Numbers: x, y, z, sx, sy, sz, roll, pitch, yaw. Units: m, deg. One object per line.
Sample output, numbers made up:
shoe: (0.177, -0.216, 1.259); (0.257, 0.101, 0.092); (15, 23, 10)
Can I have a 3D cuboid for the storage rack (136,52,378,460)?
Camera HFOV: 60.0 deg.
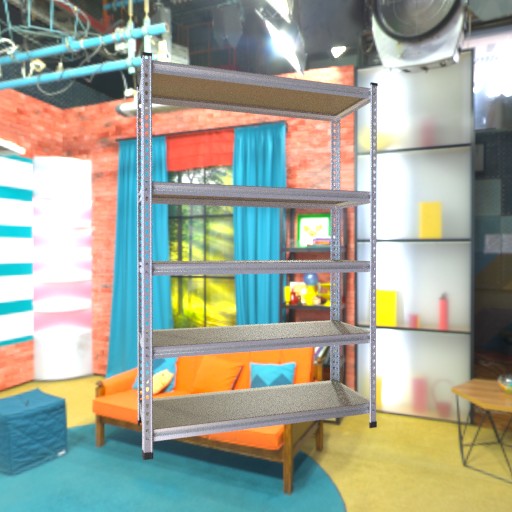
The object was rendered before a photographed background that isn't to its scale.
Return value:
storage rack: (0.000, 0.000, 2.386); (1.219, 1.829, 0.457); (0, 1, -18)
